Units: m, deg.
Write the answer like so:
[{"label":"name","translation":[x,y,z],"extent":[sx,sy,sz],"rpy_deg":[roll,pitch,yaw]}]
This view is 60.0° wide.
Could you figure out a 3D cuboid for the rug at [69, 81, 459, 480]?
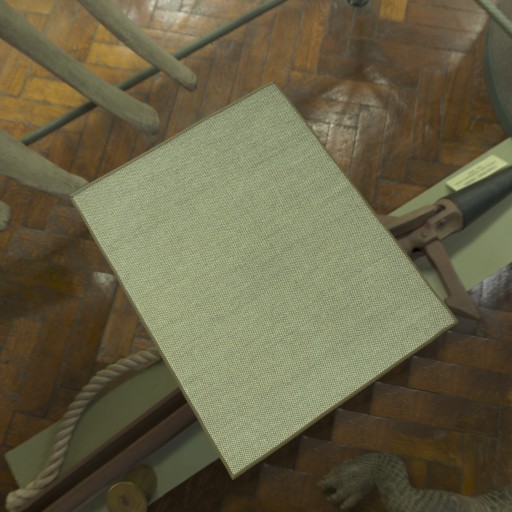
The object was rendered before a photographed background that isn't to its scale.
[{"label":"rug","translation":[0.000,0.000,4.161],"extent":[2.413,0.020,3.041],"rpy_deg":[-32,77,-8]}]
